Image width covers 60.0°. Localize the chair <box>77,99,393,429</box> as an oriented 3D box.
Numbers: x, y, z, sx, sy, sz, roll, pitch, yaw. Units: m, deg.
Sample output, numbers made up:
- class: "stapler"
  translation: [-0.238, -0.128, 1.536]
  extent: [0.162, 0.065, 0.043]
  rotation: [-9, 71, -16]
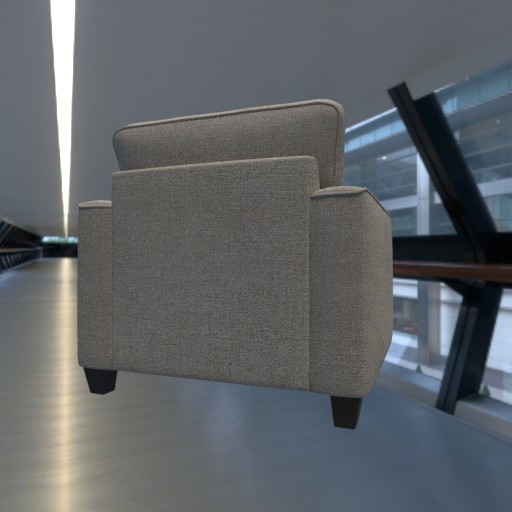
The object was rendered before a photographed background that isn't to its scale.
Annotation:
- class: "chair"
  translation: [0.000, 0.000, 1.787]
  extent: [1.015, 0.965, 0.939]
  rotation: [0, 0, 21]
